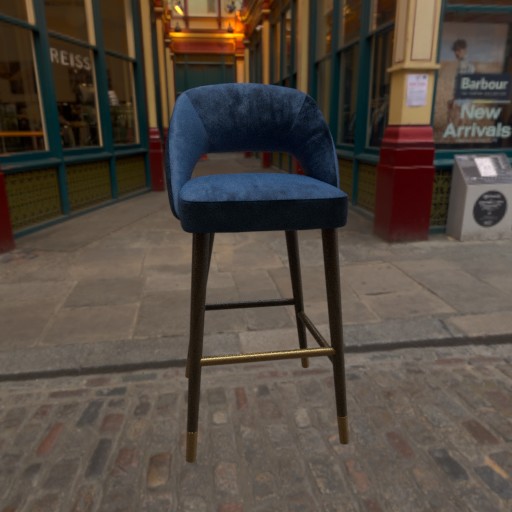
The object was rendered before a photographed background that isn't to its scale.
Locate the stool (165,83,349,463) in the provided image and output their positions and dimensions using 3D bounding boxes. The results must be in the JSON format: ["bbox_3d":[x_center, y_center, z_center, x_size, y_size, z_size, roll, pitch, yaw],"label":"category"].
[{"bbox_3d":[0.000,0.000,1.345,0.514,1.016,0.515,-3,17,-9],"label":"stool"}]
